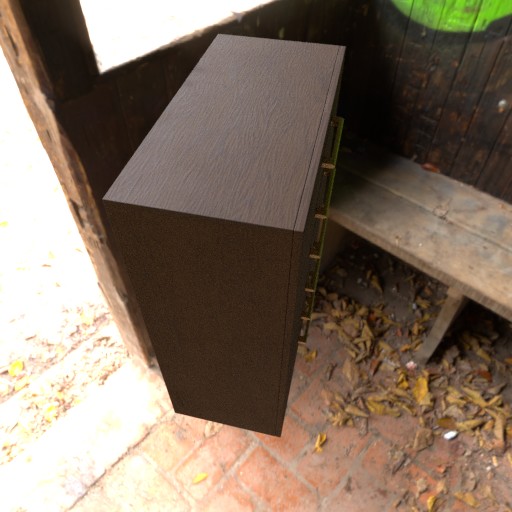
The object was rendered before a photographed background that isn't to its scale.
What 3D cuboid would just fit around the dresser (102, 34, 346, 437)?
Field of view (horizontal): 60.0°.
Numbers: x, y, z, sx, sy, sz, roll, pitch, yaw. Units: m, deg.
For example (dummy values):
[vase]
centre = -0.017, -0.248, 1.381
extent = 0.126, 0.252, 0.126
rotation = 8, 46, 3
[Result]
[dresser]
centre = 0.000, 0.000, 1.804
extent = 0.516, 1.320, 0.964
rotation = 10, 49, 9
